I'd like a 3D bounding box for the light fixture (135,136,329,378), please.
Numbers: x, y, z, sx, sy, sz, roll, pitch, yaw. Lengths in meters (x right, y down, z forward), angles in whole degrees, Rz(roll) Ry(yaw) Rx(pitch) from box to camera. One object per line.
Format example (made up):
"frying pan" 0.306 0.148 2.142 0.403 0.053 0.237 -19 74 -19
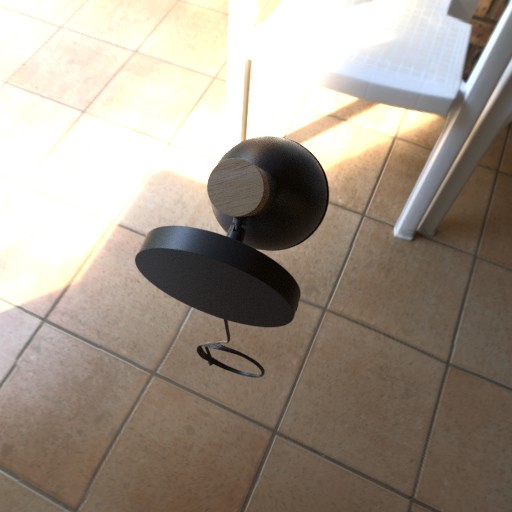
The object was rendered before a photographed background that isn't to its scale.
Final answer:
"light fixture" 0.000 0.000 0.495 0.127 0.401 0.203 17 65 8
